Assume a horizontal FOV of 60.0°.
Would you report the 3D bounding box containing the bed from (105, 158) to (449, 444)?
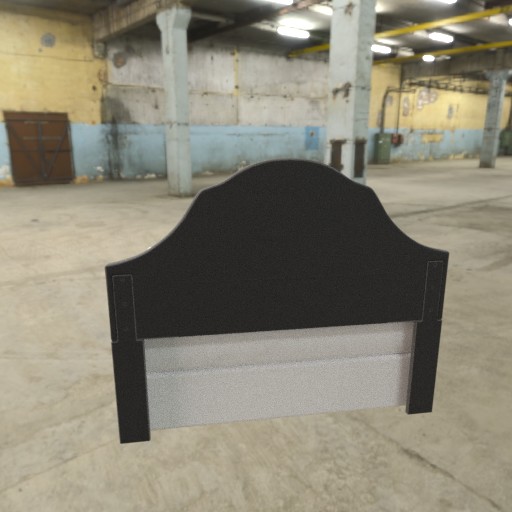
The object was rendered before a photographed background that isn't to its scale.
[{"bbox_3d":[0.000,0.000,3.575,2.008,1.615,2.214,-2,15,-9],"label":"bed"}]
